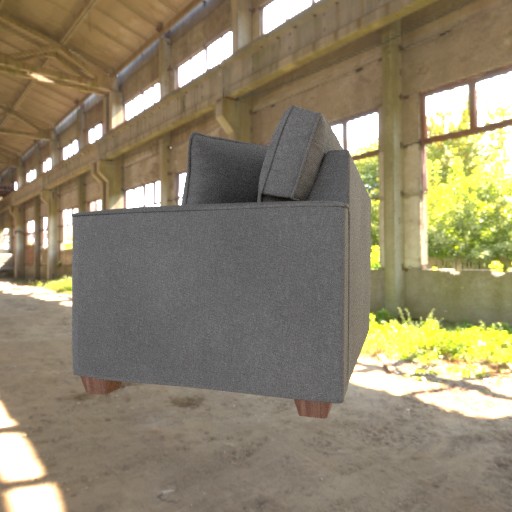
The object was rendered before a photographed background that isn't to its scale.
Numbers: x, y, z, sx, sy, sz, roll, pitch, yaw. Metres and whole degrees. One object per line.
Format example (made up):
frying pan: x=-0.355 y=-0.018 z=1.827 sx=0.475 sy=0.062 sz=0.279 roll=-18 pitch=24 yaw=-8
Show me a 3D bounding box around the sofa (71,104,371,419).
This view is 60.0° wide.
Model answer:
sofa: x=0.000 y=0.000 z=2.085 sx=0.991 sy=0.989 sz=1.388 roll=0 pitch=0 yaw=18
